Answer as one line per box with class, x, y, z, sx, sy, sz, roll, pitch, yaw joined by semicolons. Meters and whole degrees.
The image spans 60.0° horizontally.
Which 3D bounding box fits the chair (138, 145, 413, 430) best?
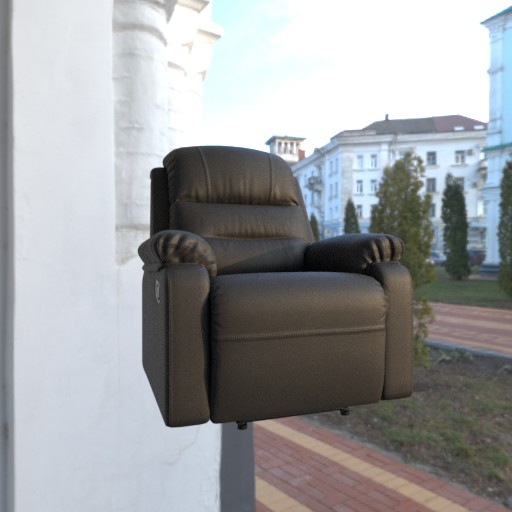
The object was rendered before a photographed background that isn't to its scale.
chair;0.000;0.000;1.685;0.855;0.992;0.919;0;0;-19
